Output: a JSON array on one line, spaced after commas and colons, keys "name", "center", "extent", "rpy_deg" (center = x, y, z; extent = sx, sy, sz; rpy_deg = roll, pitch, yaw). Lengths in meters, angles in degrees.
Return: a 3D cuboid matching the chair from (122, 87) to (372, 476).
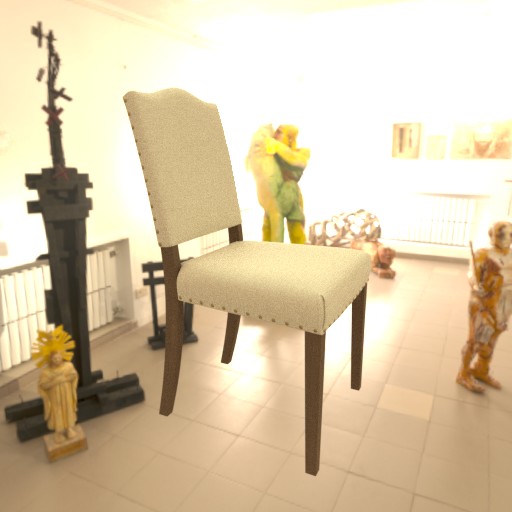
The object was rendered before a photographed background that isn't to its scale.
[{"name": "chair", "center": [0.000, 0.000, 1.381], "extent": [0.619, 1.015, 0.508], "rpy_deg": [7, 16, 26]}]
